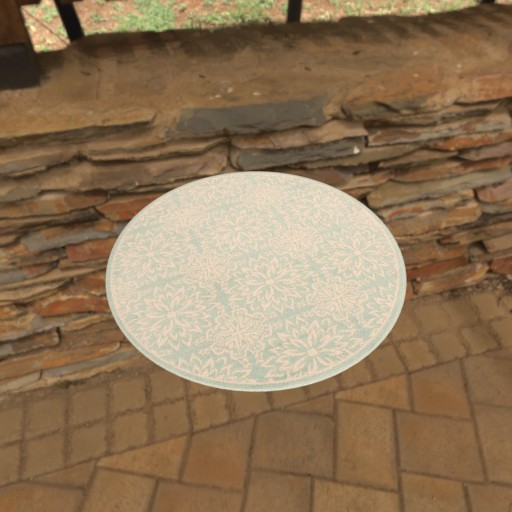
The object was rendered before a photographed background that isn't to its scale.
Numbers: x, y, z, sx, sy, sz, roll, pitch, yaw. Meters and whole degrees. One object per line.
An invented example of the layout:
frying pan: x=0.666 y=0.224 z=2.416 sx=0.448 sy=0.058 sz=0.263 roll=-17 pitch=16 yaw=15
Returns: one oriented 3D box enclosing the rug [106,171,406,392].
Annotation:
rug: x=0.000 y=0.000 z=2.411 sx=1.593 sy=0.012 sz=1.593 roll=0 pitch=45 yaw=0
